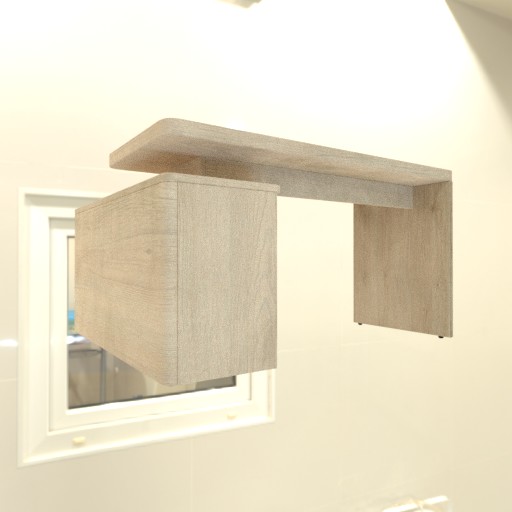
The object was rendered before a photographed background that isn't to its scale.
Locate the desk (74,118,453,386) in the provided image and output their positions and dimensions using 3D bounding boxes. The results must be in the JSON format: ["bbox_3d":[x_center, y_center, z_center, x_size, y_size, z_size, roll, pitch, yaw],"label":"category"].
[{"bbox_3d":[0.000,0.000,2.106,1.400,0.770,1.175,0,0,-34],"label":"desk"}]
